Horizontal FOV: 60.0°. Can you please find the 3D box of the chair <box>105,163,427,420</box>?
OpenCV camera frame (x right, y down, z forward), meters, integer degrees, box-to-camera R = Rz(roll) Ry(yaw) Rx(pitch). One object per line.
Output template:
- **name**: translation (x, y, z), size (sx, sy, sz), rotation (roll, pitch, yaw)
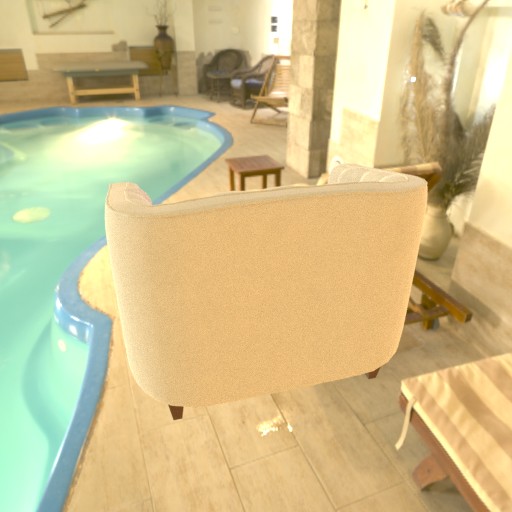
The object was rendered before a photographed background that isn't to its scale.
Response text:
- **chair**: translation (0.000, 0.000, 1.810), size (1.104, 0.852, 0.941), rotation (-7, 29, -14)
